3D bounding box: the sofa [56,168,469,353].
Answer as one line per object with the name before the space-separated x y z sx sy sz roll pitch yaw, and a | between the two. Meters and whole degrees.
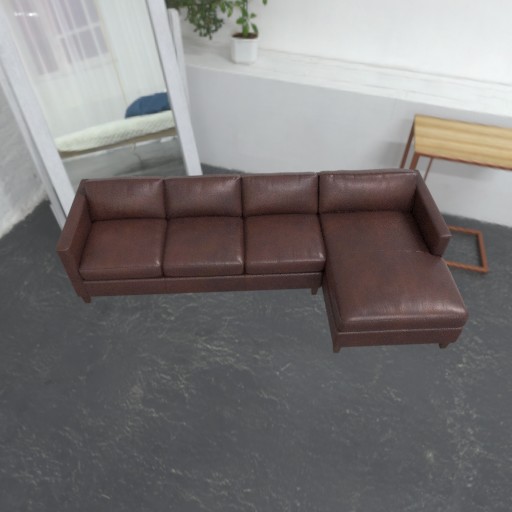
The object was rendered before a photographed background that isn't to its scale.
sofa | 0.000 0.000 3.866 3.203 0.883 1.581 -2 47 -2
